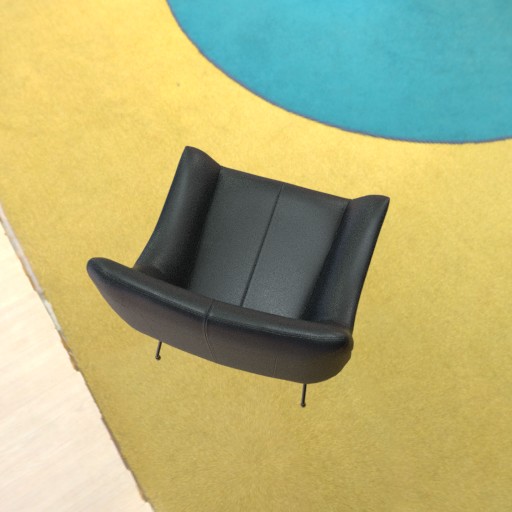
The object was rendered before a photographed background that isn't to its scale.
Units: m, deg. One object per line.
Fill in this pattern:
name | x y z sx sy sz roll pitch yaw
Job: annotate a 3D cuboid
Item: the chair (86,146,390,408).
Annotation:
chair | 0.000 0.000 1.591 0.836 0.922 0.826 16 66 7
